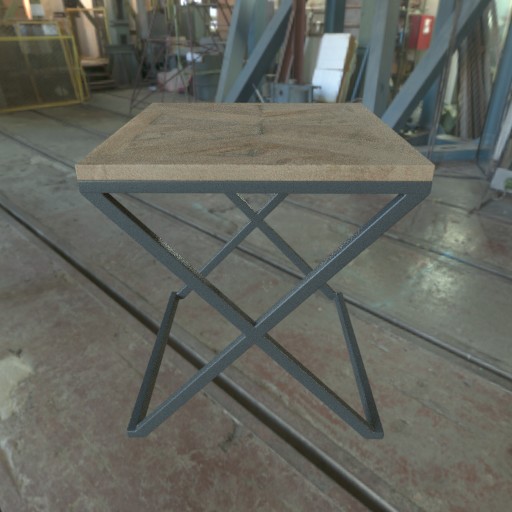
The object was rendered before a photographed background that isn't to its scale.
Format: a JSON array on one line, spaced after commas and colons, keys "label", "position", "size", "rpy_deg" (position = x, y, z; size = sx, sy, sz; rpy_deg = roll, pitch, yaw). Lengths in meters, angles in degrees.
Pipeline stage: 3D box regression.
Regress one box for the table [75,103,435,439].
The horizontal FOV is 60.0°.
[{"label": "table", "position": [0.000, 0.000, 0.952], "size": [0.498, 0.550, 0.499], "rpy_deg": [0, 28, 0]}]
